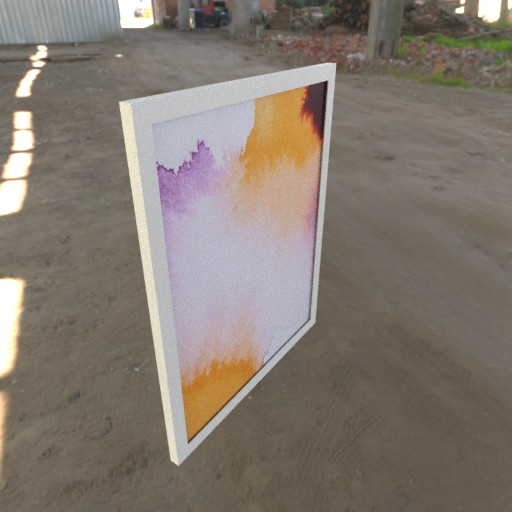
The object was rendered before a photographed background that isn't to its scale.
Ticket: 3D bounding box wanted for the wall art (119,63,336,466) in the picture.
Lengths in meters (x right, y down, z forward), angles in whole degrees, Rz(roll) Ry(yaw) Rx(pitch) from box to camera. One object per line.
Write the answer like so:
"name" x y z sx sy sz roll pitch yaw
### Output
"wall art" 0.000 0.000 1.078 0.026 0.811 0.661 19 34 30
